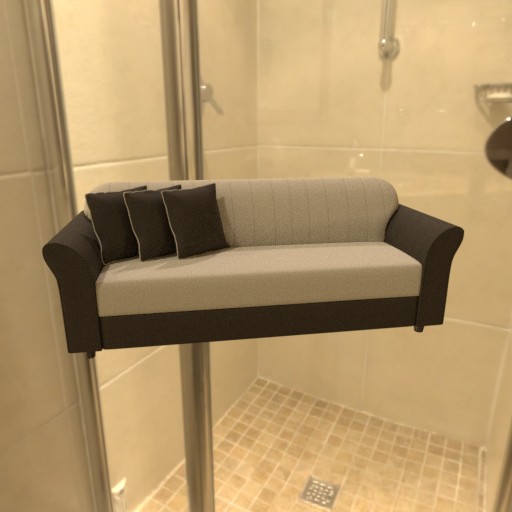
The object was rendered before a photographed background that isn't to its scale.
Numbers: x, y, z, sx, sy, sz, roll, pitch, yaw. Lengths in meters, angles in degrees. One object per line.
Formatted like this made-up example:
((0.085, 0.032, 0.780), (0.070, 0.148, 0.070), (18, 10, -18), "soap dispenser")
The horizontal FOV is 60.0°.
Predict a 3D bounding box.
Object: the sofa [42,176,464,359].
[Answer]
((0.000, 0.000, 2.478), (2.001, 0.787, 0.755), (-3, 17, -9), "sofa")
